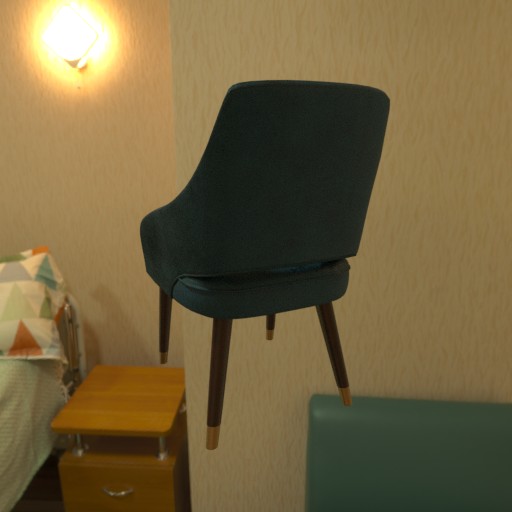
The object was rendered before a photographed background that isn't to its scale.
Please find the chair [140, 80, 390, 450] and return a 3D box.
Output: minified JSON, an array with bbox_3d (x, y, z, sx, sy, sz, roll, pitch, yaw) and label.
[{"bbox_3d":[0.000,0.000,1.571,0.683,1.081,0.794,-7,17,-25],"label":"chair"}]
